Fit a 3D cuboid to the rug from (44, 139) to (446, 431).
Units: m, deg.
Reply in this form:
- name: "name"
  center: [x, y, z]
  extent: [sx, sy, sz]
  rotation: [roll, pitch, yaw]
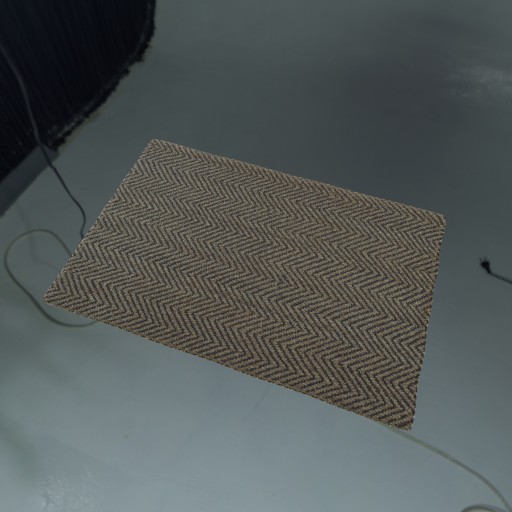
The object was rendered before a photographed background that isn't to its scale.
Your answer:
- name: "rug"
  center: [0.000, 0.000, 2.337]
  extent: [1.828, 0.008, 1.219]
  rotation: [17, 59, 10]
